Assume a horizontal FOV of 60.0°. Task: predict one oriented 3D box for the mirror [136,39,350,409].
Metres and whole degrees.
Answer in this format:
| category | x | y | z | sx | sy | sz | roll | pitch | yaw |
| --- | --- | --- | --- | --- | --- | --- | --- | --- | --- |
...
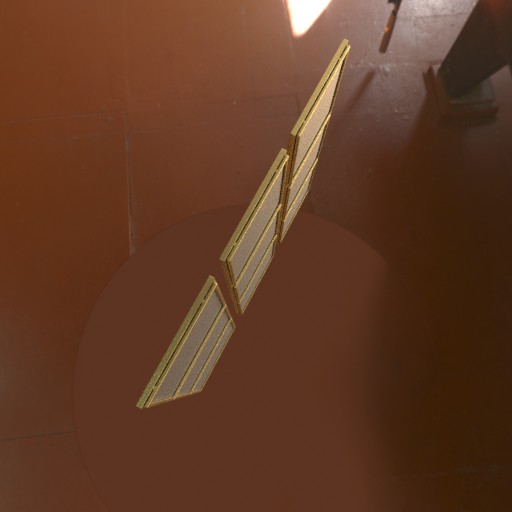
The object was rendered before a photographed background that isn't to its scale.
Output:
| category | x | y | z | sx | sy | sz | roll | pitch | yaw |
| --- | --- | --- | --- | --- | --- | --- | --- | --- | --- |
| mirror | 0.000 | 0.000 | 1.466 | 0.023 | 0.926 | 1.011 | 27 | 77 | 7 |
